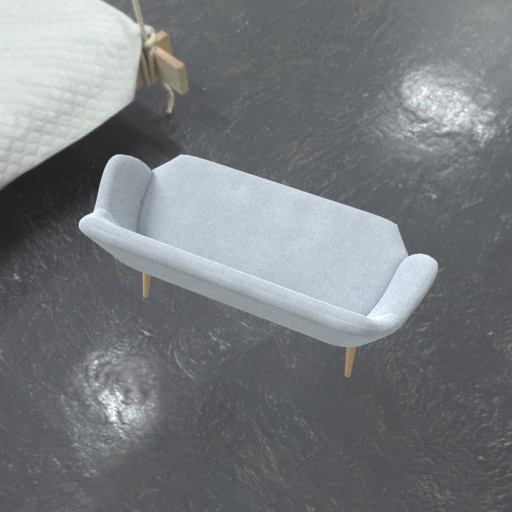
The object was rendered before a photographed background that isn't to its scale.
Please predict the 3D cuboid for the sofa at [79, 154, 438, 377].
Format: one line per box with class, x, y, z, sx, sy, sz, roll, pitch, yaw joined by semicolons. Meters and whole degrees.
sofa;0.000;0.000;1.611;1.150;0.840;0.610;20;64;10
